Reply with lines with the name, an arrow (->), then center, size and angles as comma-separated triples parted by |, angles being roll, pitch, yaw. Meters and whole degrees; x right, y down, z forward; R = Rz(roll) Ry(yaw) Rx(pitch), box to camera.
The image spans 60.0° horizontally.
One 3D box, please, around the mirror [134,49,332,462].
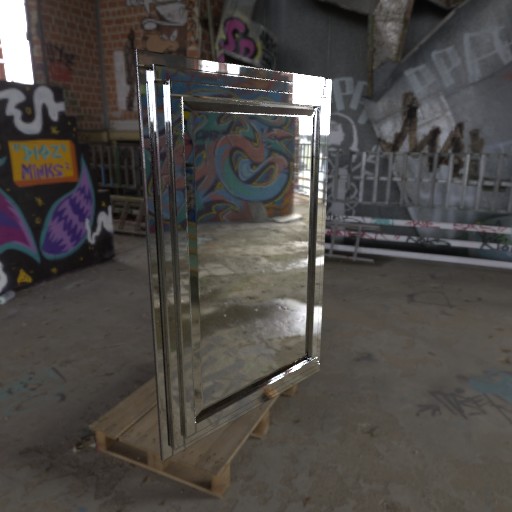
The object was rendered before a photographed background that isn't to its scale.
mirror -> 0.000, 0.000, 1.149 | 0.613, 0.914, 0.039 | -14, 21, -43
